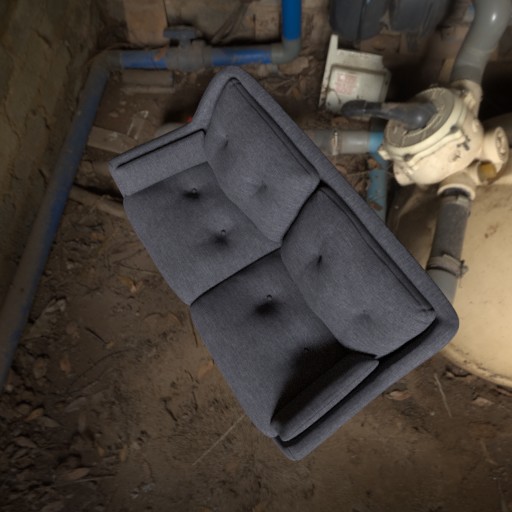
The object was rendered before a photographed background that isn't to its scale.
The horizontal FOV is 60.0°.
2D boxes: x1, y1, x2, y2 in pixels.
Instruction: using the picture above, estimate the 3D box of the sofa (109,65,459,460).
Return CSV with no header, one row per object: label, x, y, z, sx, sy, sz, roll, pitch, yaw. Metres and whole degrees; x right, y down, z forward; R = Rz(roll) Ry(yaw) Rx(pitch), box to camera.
sofa,0.000,0.000,2.453,0.975,0.896,1.929,-31,69,-13
